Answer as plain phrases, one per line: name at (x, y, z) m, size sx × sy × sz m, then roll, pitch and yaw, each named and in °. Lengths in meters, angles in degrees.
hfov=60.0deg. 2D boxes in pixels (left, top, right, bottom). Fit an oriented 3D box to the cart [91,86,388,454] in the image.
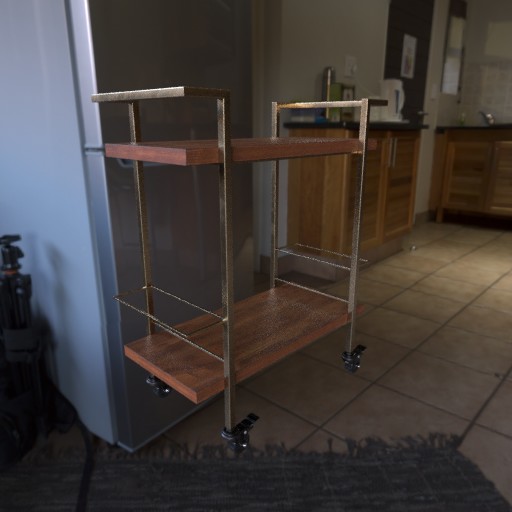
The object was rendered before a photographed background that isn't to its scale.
cart at (0.000, 0.000, 1.197) m, size 0.364 × 0.807 × 0.695 m, roll 16°, pitch 23°, yaw 42°
